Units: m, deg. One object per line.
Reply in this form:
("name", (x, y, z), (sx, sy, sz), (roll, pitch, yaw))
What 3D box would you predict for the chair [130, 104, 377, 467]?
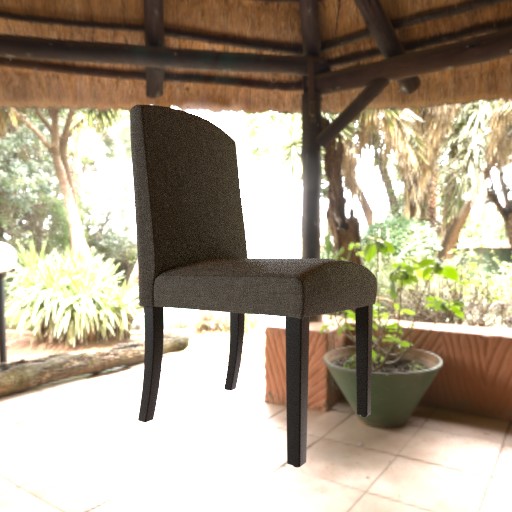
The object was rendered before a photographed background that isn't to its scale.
("chair", (0.000, 0.000, 1.263), (0.580, 0.917, 0.451), (-1, -2, 35))
